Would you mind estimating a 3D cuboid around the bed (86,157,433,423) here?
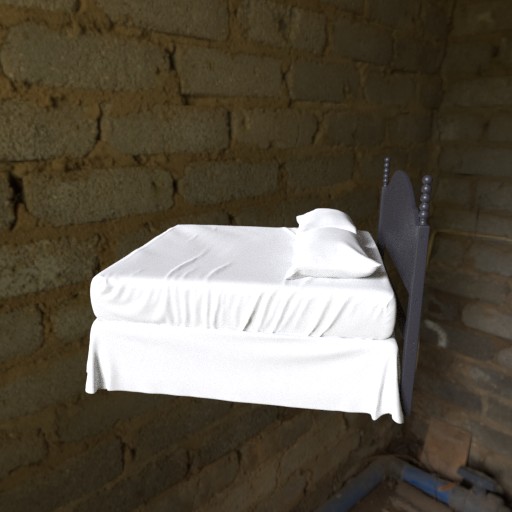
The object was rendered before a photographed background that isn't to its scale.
[{"bbox_3d":[0.000,0.000,3.265,2.040,1.356,1.873,2,16,9],"label":"bed"}]
